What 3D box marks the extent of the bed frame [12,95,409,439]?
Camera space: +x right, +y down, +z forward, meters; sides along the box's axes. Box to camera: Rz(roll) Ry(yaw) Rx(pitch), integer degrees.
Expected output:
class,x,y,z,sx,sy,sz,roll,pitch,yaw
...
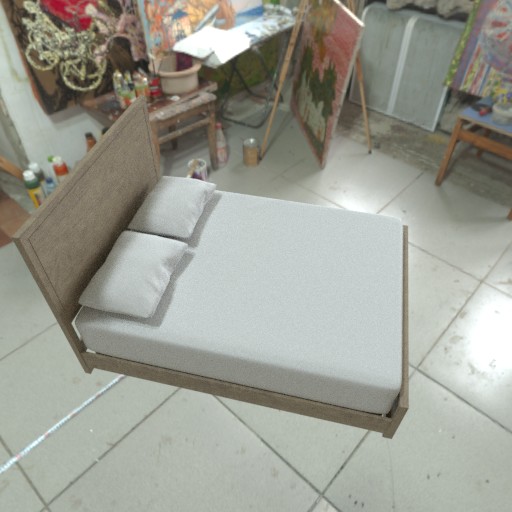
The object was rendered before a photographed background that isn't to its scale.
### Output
class,x,y,z,sx,sy,sz,roll,pitch,yaw
bed frame,0.000,0.000,3.125,2.189,1.369,1.606,10,47,9
